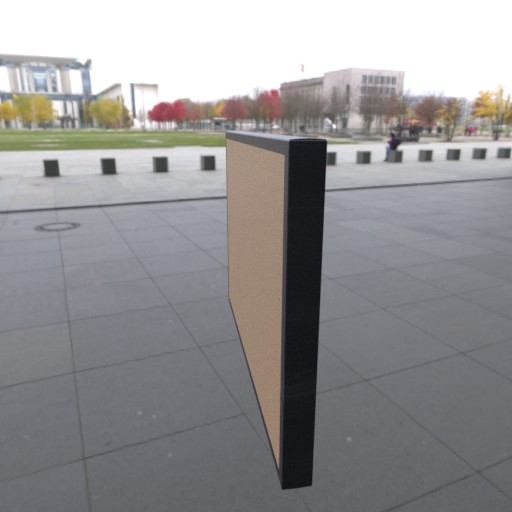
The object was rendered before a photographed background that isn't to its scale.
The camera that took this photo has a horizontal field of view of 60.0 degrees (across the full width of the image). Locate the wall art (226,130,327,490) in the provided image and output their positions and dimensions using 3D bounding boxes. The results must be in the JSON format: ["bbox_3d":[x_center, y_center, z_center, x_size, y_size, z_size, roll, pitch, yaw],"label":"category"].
[{"bbox_3d":[0.000,0.000,0.764,0.038,0.409,0.610,-3,17,-9],"label":"wall art"}]
